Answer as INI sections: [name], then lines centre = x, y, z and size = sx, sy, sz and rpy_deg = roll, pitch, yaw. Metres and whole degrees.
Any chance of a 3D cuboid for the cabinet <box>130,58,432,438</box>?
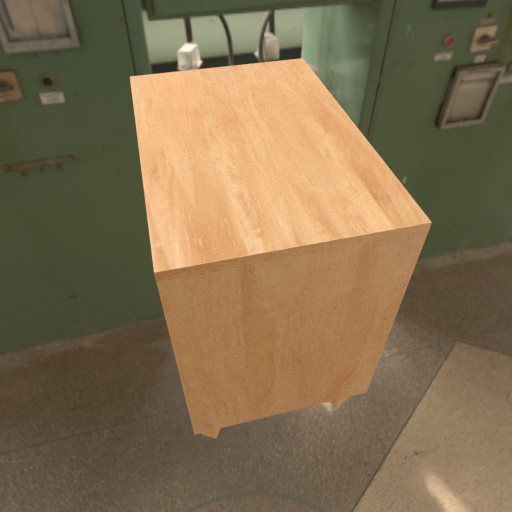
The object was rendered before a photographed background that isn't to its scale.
[cabinet]
centre = 0.000, 0.000, 0.969
size = 0.394, 0.599, 0.551
rpy_deg = -10, 47, -10
